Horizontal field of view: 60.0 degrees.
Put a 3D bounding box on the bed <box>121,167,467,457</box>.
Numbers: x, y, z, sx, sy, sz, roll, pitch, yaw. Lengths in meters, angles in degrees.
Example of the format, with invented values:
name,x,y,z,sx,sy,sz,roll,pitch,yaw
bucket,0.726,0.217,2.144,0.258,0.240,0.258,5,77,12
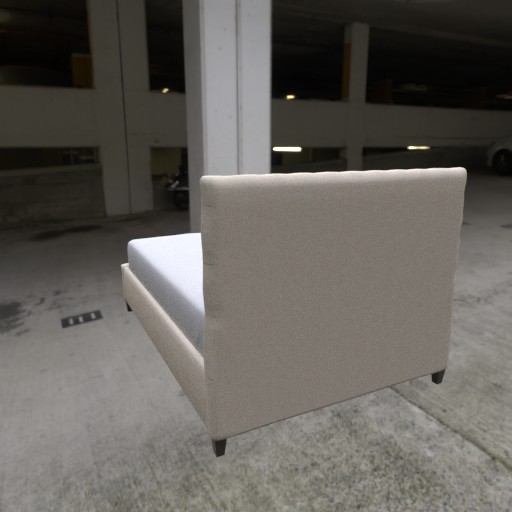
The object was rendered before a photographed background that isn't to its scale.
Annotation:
name,x,y,z,sx,sy,sz,roll,pitch,yaw
bed,0.000,0.000,3.471,1.698,1.427,2.387,-7,16,-26
